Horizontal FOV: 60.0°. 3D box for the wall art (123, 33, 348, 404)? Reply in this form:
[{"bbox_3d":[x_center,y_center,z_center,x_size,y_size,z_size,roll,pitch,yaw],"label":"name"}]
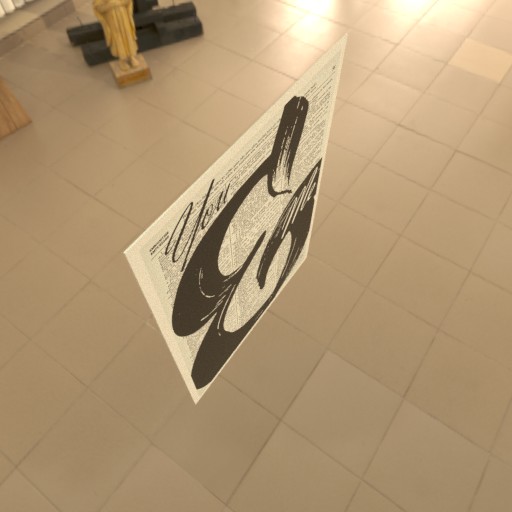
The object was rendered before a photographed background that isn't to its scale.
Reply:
[{"bbox_3d":[0.000,0.000,0.798,0.003,0.609,0.457,31,63,18],"label":"wall art"}]
